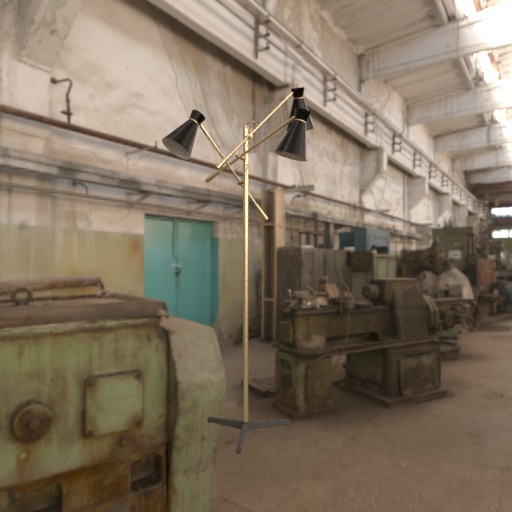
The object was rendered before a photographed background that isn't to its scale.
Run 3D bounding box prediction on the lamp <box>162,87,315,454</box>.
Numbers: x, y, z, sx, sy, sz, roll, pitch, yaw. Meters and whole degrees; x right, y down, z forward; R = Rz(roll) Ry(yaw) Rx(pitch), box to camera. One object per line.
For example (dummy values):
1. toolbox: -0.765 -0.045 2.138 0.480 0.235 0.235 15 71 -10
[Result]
1. lamp: 0.000 0.000 2.215 0.653 1.804 0.750 0 -1 36
